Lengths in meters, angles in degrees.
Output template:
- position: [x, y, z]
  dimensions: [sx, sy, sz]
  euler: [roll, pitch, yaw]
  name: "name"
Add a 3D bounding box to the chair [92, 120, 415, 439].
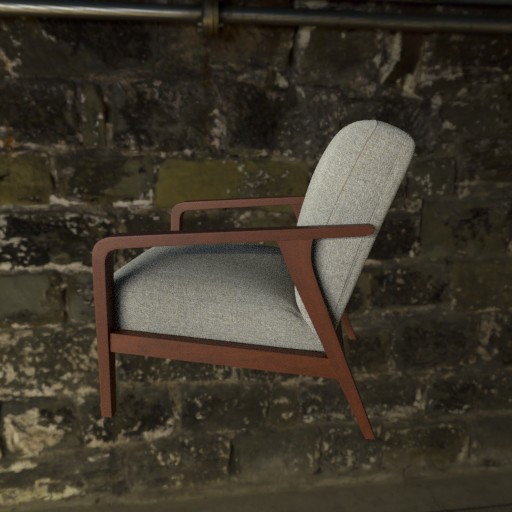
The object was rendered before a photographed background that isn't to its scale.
- position: [0.000, 0.000, 1.469]
  dimensions: [0.858, 0.847, 0.704]
  euler: [2, 15, 7]
  name: "chair"
